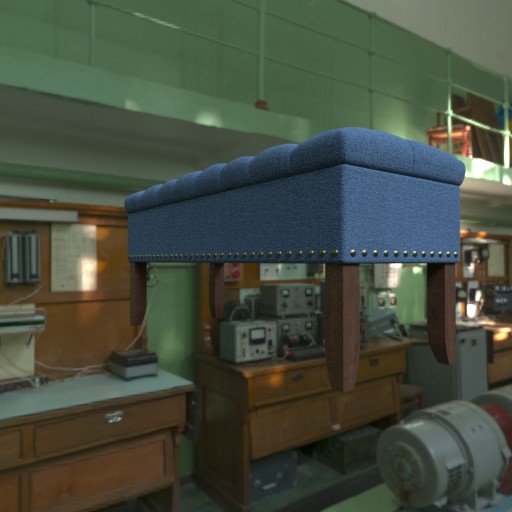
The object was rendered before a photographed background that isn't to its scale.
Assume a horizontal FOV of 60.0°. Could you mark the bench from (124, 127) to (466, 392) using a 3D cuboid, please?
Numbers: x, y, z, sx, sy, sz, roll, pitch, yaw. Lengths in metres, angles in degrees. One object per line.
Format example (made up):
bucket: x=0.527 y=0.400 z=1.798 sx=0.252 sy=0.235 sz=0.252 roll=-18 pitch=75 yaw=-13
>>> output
bench: x=0.000 y=0.000 z=1.299 sx=0.417 sy=0.492 sz=1.052 roll=0 pitch=-1 yaw=-37
